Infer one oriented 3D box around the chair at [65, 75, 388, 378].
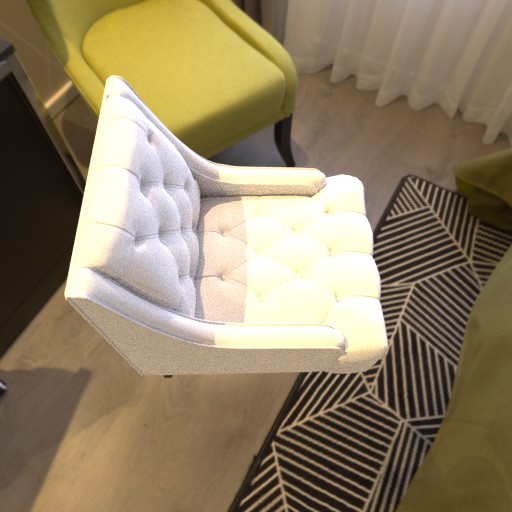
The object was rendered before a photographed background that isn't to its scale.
[{"bbox_3d":[0.000,0.000,1.399,0.772,0.891,0.658,-1,62,-1],"label":"chair"}]
